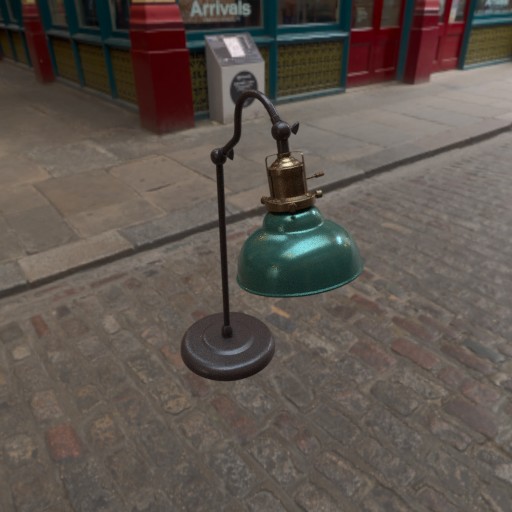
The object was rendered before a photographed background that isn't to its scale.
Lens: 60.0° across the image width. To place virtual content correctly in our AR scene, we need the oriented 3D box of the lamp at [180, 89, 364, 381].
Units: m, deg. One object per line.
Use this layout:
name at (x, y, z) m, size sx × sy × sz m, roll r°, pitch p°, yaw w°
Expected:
lamp at (0.000, 0.000, 0.714) m, size 0.192 × 0.508 × 0.374 m, roll -22°, pitch 37°, yaw -33°
